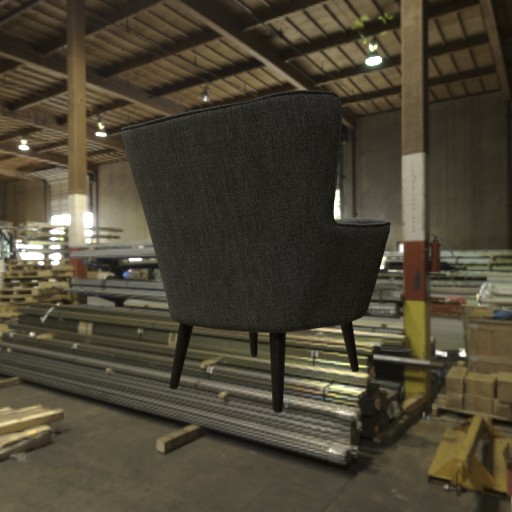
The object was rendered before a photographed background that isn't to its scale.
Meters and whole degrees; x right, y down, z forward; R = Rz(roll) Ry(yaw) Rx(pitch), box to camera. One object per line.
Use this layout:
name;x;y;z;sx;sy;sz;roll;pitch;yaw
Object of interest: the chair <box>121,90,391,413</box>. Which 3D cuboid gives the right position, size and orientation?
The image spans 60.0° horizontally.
chair;0.000;0.000;1.613;0.781;0.933;0.888;0;0;33
